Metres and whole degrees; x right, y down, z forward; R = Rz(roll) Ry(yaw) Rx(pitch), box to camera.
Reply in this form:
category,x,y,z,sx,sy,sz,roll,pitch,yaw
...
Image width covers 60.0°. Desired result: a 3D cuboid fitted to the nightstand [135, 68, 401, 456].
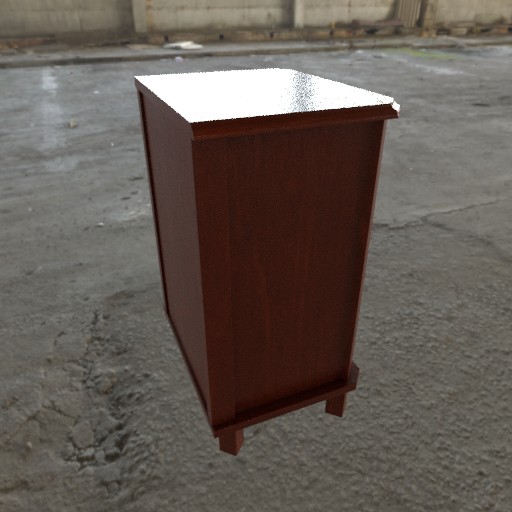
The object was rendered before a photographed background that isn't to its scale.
category,x,y,z,sx,sy,sz,roll,pitch,yaw
nightstand,0.000,0.000,0.944,0.351,0.681,0.435,-12,32,-20
